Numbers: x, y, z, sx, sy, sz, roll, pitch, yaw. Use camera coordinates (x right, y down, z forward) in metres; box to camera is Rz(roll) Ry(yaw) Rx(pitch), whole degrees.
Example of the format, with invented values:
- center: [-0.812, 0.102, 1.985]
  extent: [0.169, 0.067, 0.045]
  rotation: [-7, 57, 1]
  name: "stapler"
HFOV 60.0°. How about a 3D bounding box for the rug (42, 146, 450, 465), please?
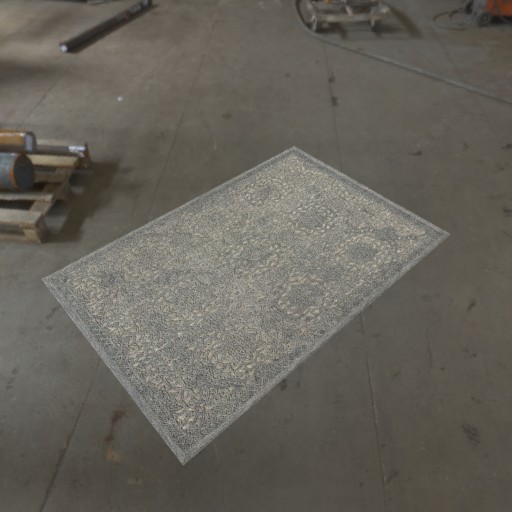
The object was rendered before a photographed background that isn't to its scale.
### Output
- center: [0.000, 0.000, 2.351]
  extent: [1.819, 0.012, 1.208]
  rotation: [-33, 54, -28]
  name: "rug"
